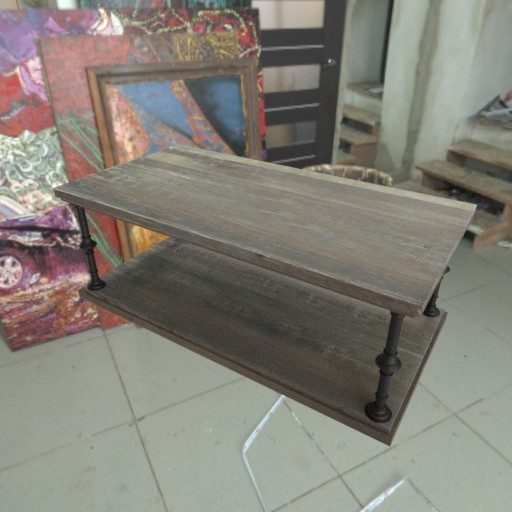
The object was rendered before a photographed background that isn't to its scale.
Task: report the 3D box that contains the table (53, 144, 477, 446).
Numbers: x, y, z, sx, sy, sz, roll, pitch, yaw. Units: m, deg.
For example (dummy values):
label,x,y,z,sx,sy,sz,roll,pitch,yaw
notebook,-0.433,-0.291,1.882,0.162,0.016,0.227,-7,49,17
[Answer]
label,x,y,z,sx,sy,sz,roll,pitch,yaw
table,0.000,0.000,1.372,1.088,0.399,0.554,18,35,28
